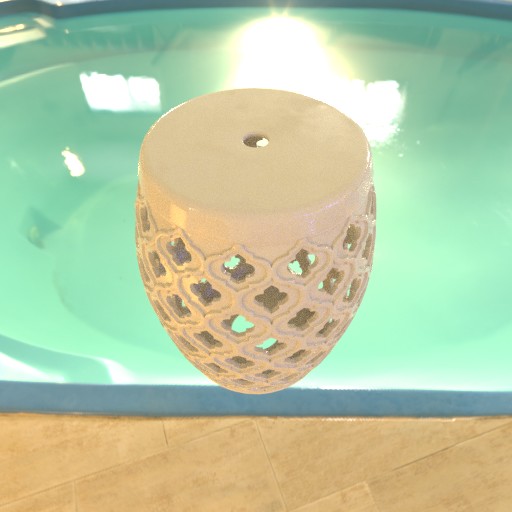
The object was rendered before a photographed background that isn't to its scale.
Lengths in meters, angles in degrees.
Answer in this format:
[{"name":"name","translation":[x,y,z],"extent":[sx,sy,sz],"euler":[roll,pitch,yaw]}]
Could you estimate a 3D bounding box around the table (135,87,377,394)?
[{"name":"table","translation":[0.000,0.000,0.643],"extent":[0.325,0.388,0.325],"euler":[0,47,0]}]
